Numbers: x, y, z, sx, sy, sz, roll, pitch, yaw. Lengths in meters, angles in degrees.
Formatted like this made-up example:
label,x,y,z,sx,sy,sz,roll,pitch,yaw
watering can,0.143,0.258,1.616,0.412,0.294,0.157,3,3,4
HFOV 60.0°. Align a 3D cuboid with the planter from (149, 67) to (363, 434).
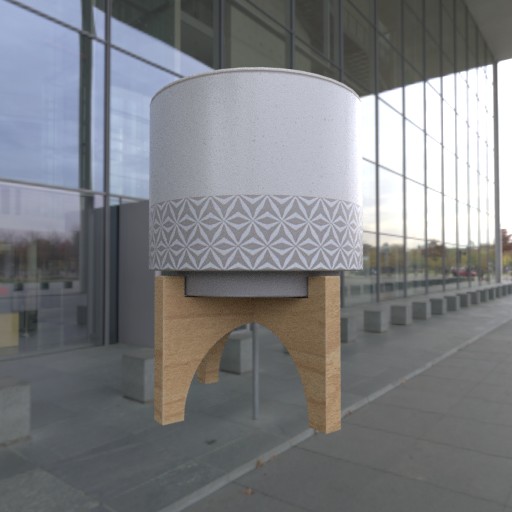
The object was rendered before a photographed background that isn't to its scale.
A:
label,x,y,z,sx,sy,sz,roll,pitch,yaw
planter,0.000,0.000,0.400,0.188,0.260,0.188,0,-1,0
